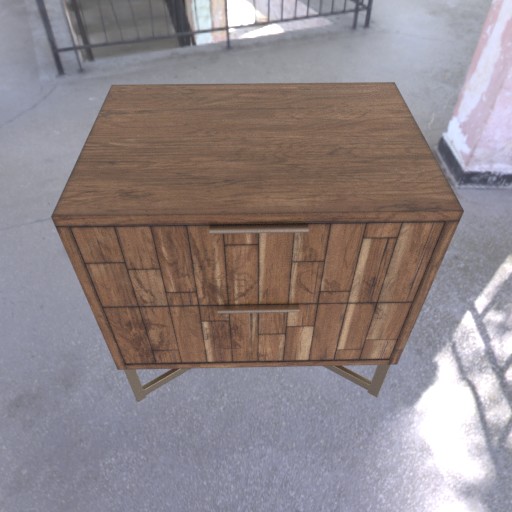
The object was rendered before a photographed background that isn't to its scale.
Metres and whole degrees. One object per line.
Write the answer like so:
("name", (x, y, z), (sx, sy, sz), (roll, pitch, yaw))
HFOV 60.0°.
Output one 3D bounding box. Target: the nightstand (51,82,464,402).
("nightstand", (0.000, 0.000, 1.018), (0.610, 0.610, 0.446), (-1, 46, -1))
